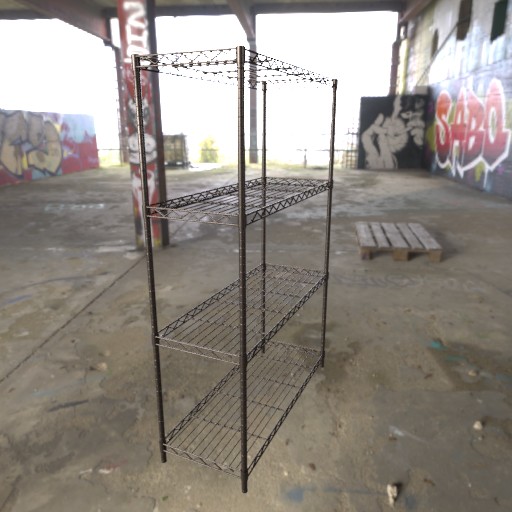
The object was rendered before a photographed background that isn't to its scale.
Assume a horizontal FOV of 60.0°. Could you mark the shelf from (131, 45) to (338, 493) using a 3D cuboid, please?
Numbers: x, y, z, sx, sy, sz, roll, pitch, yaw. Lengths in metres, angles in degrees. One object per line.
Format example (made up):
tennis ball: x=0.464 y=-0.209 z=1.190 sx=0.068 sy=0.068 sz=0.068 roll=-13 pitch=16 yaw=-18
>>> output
shelf: x=0.000 y=0.000 z=1.739 sx=0.352 sy=1.361 sz=0.907 roll=7 pitch=18 yaw=24
